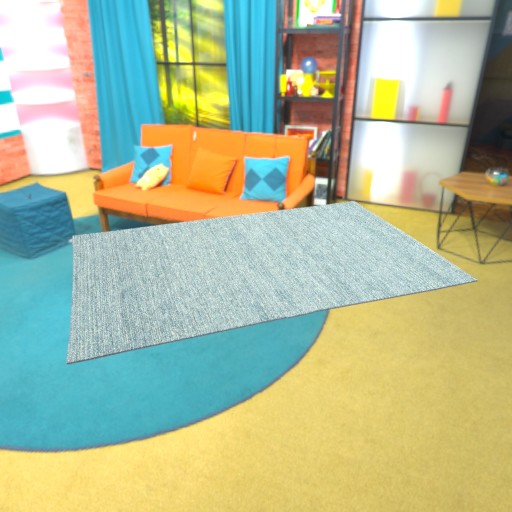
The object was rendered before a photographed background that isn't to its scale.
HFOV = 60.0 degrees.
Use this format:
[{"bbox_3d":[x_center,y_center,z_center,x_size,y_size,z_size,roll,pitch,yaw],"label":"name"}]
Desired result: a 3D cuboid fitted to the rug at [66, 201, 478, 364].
[{"bbox_3d":[0.000,0.000,2.341,1.853,0.022,1.174,-9,28,-17],"label":"rug"}]
